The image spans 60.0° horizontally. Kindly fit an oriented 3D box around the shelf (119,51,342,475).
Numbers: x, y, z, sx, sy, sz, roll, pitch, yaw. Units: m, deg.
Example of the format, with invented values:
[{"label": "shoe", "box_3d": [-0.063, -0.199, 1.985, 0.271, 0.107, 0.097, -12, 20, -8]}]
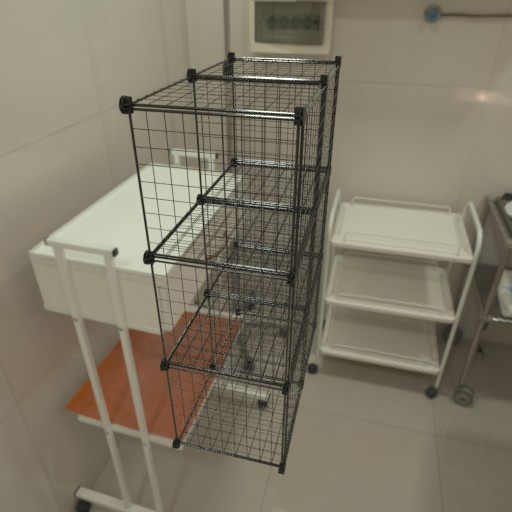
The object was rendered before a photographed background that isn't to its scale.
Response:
[{"label": "shelf", "box_3d": [0.000, 0.000, 1.370, 0.356, 1.067, 0.711, 8, 32, 12]}]
